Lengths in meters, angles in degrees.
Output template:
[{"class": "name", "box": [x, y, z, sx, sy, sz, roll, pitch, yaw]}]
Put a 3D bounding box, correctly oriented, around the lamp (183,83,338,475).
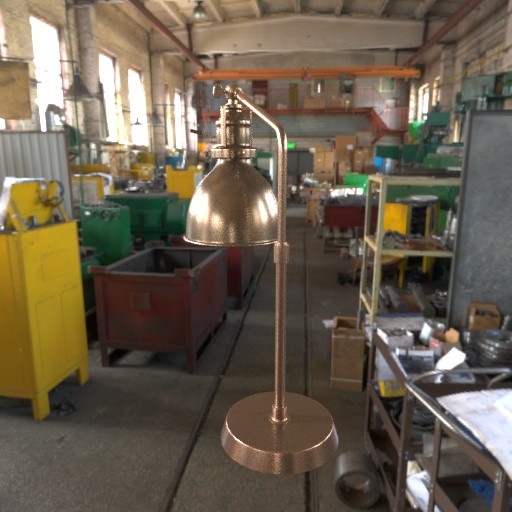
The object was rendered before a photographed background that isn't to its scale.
[{"class": "lamp", "box": [0.000, 0.000, 0.593, 0.153, 0.456, 0.286, -6, 14, -27]}]
